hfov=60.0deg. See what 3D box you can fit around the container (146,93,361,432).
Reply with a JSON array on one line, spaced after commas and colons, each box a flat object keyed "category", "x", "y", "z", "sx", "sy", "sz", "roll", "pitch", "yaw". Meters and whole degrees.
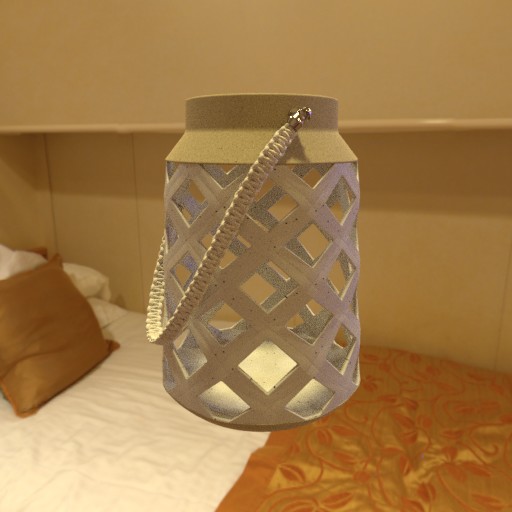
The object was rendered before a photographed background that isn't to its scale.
[{"category": "container", "x": 0.000, "y": 0.000, "z": 0.398, "sx": 0.198, "sy": 0.264, "sz": 0.188, "roll": -7, "pitch": 16, "yaw": -24}]
